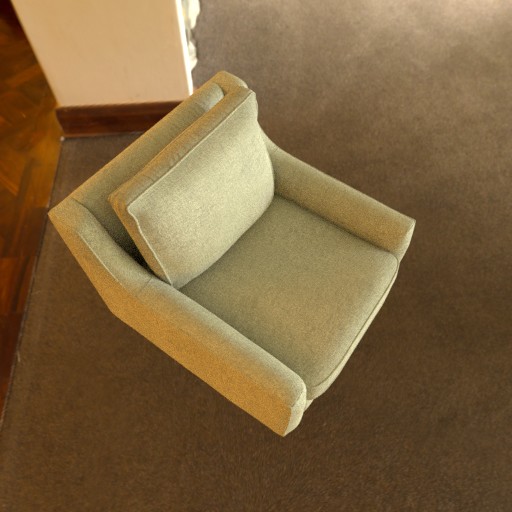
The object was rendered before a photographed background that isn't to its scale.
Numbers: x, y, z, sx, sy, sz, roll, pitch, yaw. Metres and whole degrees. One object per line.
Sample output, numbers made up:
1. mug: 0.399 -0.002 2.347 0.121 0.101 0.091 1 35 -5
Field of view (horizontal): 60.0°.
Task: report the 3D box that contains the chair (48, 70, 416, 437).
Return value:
1. chair: 0.000 0.000 1.604 0.918 0.864 0.838 32 63 18
